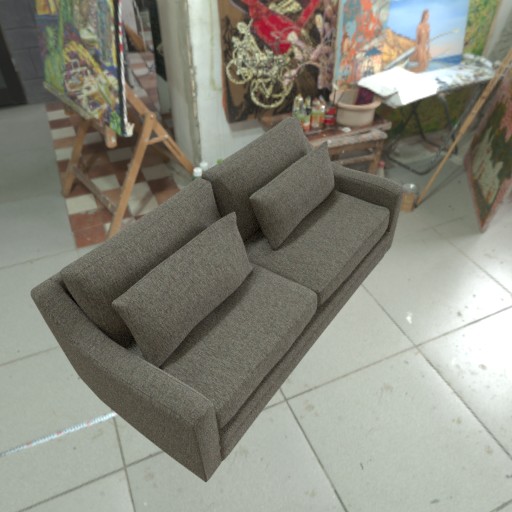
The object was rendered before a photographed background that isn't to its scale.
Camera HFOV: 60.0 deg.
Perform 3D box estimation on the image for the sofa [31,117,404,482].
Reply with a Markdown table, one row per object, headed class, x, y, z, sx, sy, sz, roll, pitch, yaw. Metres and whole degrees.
| class | x | y | z | sx | sy | sz | roll | pitch | yaw |
| --- | --- | --- | --- | --- | --- | --- | --- | --- | --- |
| sofa | 0.000 | 0.000 | 2.934 | 1.103 | 0.998 | 2.418 | 27 | 49 | 26 |
